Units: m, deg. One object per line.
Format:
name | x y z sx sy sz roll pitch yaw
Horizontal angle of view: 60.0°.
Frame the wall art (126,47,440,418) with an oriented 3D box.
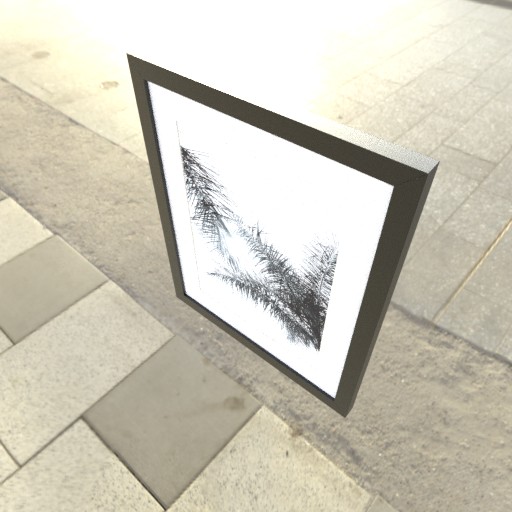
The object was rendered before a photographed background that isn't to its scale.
wall art | 0.000 0.000 0.741 0.457 0.557 0.028 31 53 26
